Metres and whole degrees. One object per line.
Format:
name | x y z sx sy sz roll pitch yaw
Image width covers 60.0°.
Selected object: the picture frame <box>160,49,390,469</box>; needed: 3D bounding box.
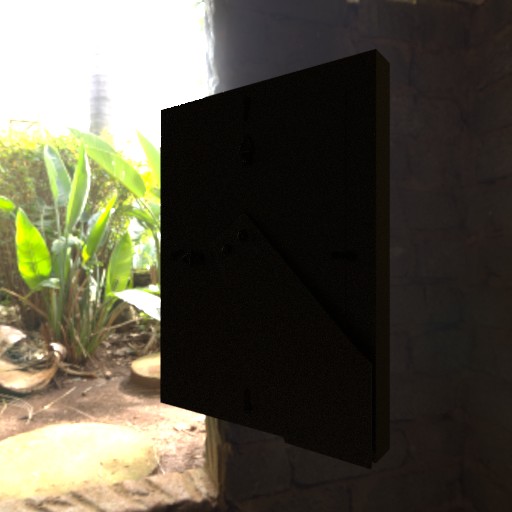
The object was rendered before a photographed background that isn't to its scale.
picture frame | 0.000 0.000 0.273 0.157 0.208 0.028 0 0 36
